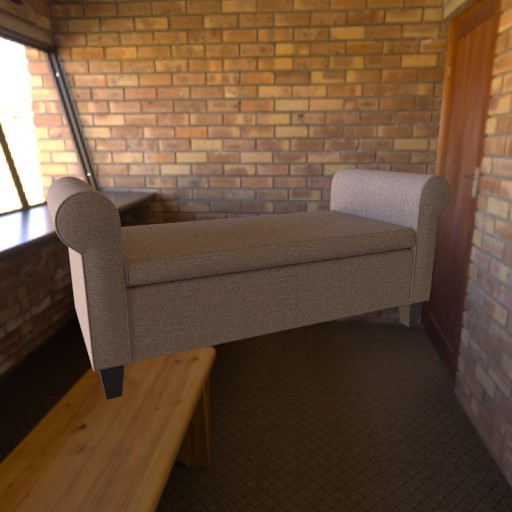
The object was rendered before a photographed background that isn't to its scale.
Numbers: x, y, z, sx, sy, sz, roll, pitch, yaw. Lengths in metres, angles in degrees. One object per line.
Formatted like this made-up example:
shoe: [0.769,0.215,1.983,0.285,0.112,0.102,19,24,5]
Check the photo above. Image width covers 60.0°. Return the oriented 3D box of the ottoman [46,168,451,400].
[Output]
ottoman: [0.000,0.000,1.530,1.256,0.547,0.521,-7,16,-26]
